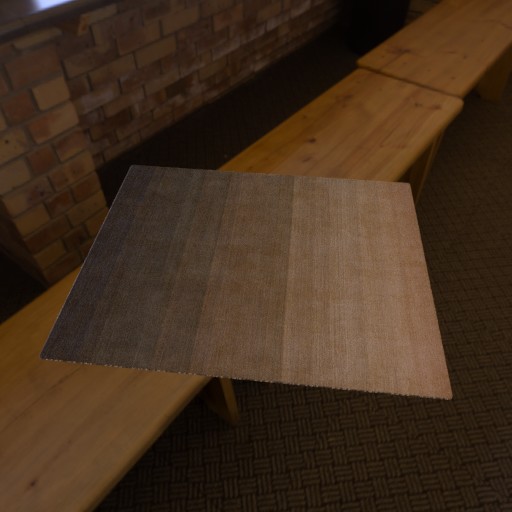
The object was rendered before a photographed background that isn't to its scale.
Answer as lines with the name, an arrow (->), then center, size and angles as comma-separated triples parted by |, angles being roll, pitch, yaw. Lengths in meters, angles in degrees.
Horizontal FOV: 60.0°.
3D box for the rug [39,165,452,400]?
rug -> 0.000, 0.000, 3.835 | 2.902, 0.017, 2.305 | 5, 48, 4
